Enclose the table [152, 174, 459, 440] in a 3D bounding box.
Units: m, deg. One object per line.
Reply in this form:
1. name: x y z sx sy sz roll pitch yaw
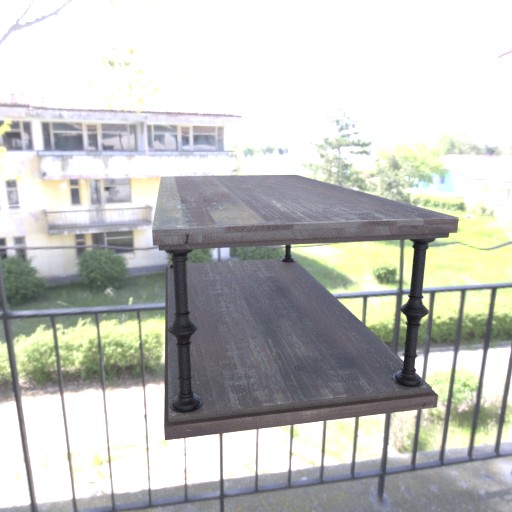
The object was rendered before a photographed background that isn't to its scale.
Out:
1. table: 0.000 0.000 1.335 0.554 0.399 1.088 -3 15 -11
